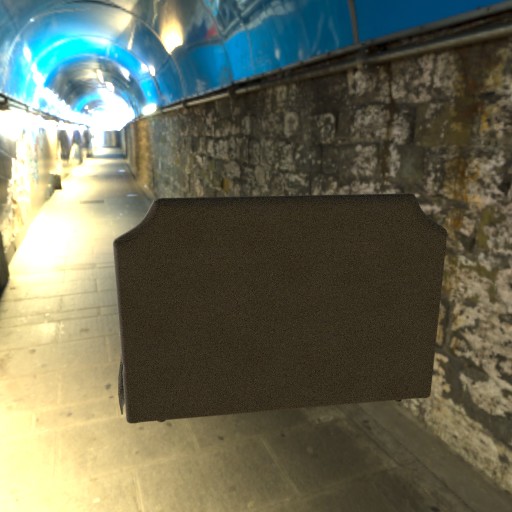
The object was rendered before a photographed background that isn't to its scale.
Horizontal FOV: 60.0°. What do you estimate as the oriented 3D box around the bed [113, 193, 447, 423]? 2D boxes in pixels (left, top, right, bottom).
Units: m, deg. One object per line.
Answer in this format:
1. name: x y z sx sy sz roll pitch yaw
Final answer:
1. bed: 0.000 0.000 3.628 1.977 1.293 2.498 -2 15 -8
